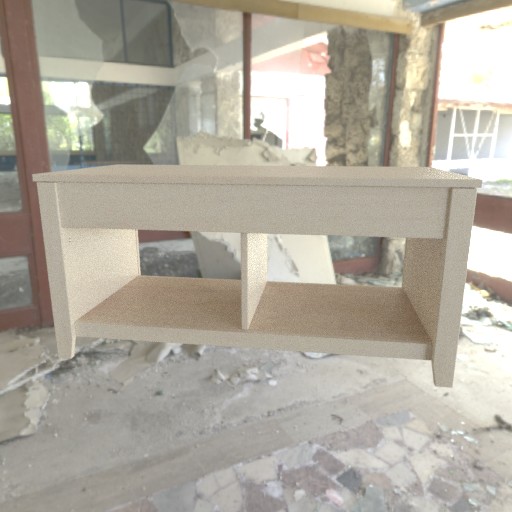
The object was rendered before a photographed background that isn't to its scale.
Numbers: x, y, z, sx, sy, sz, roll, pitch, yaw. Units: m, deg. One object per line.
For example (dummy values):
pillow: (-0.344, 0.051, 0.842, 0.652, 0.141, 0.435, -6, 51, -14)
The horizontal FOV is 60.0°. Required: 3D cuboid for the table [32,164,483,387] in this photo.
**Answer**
table: (0.000, 0.000, 1.267, 1.016, 0.483, 0.457, 2, 15, 8)
